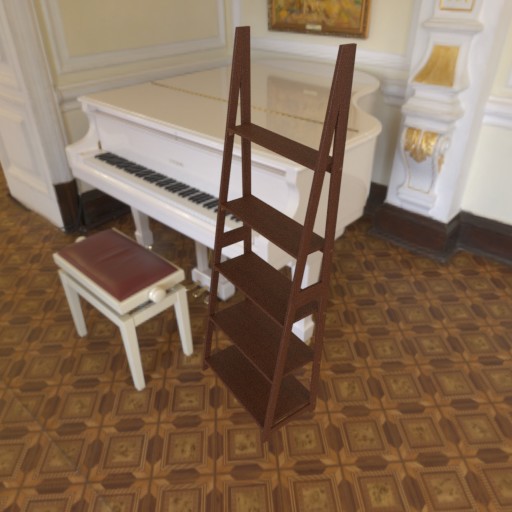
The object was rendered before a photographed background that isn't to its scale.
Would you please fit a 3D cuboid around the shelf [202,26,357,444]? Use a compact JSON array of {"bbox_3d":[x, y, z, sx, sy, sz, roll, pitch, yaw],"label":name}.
[{"bbox_3d":[0.000,0.000,1.987,0.350,1.770,0.600,-22,39,-29],"label":"shelf"}]
